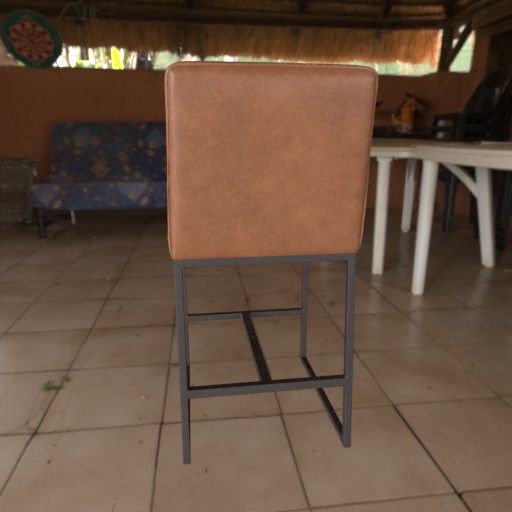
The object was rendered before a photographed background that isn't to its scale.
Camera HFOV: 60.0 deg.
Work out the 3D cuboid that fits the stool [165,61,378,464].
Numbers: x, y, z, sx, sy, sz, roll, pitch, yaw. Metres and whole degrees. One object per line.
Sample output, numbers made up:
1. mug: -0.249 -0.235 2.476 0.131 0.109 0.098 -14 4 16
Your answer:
1. stool: 0.000 0.000 1.240 0.458 0.940 0.556 -2 16 -8
